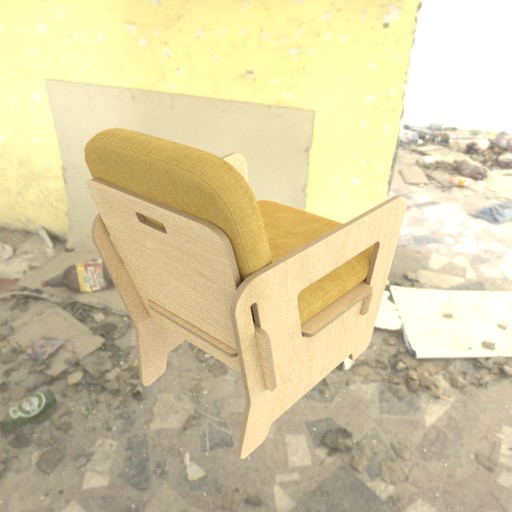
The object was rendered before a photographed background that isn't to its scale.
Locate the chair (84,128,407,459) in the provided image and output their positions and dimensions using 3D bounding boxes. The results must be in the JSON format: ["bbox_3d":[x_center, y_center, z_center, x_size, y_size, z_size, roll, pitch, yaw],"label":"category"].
[{"bbox_3d":[0.000,0.000,1.247,0.590,0.800,0.710,23,38,33],"label":"chair"}]
